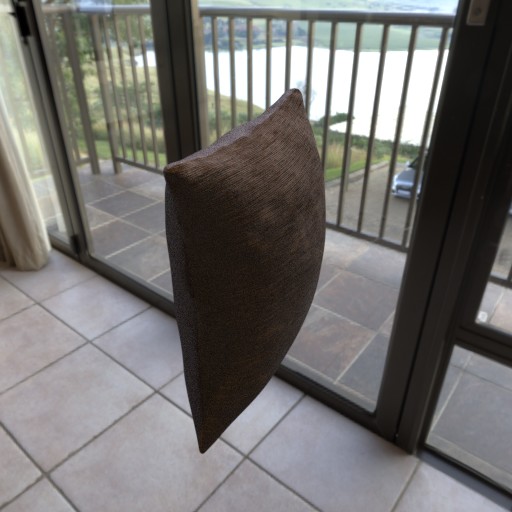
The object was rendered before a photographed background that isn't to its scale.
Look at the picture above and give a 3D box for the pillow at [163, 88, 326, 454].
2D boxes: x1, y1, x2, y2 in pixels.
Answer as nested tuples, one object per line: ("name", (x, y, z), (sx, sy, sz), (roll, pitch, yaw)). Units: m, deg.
("pillow", (0.000, 0.000, 0.703), (0.204, 0.439, 0.452), (11, 33, 17))
